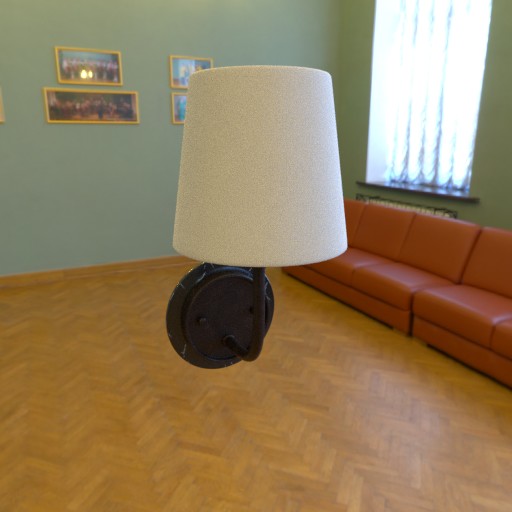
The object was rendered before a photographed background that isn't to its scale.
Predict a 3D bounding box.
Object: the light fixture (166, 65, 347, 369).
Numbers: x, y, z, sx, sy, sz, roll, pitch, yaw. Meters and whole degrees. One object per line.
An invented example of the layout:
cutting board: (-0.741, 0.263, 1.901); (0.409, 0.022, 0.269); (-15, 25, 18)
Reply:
light fixture: (0.000, 0.000, 0.448); (0.168, 0.337, 0.188); (-7, 17, -26)
